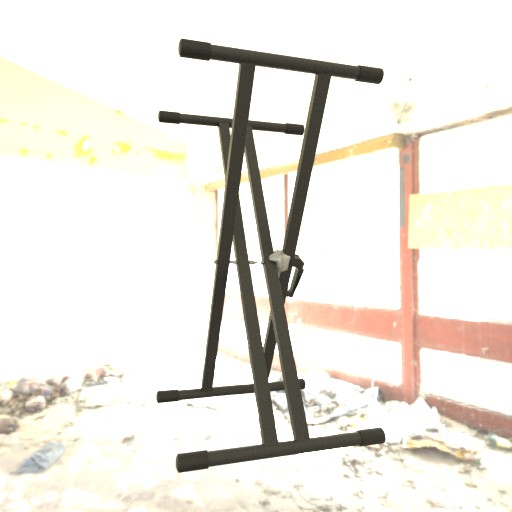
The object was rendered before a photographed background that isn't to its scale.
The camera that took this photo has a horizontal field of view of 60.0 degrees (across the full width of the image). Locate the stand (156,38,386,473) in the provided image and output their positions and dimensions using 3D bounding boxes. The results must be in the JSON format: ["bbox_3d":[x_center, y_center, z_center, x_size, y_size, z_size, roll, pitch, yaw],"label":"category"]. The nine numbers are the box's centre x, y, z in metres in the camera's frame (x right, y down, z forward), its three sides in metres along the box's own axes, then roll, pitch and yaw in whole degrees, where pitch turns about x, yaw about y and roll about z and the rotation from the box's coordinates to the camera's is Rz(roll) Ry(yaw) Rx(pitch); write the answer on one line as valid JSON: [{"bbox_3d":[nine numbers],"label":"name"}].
[{"bbox_3d":[0.000,0.000,1.216,0.495,0.900,0.503,0,-1,-18],"label":"stand"}]
